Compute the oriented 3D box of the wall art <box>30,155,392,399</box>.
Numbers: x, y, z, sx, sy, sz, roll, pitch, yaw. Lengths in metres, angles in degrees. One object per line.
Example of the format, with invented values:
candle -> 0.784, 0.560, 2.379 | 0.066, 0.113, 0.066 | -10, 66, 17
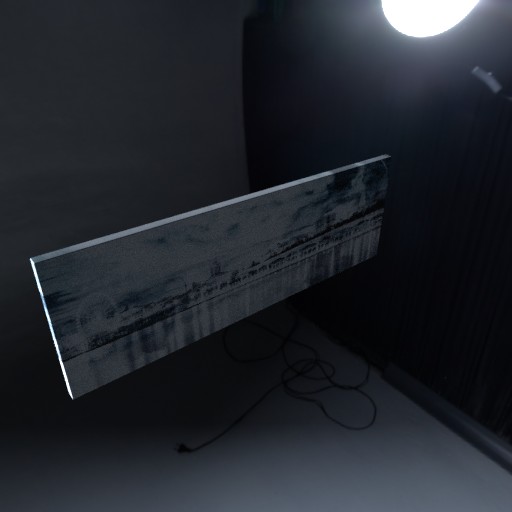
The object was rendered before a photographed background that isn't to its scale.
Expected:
wall art -> 0.000, 0.000, 1.719 | 1.524, 0.509, 0.037 | -21, 36, -33
